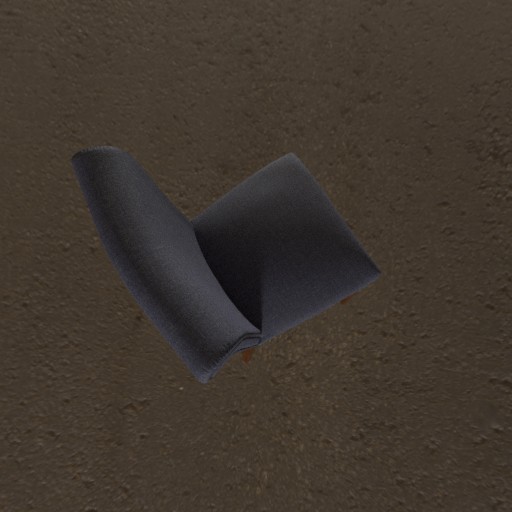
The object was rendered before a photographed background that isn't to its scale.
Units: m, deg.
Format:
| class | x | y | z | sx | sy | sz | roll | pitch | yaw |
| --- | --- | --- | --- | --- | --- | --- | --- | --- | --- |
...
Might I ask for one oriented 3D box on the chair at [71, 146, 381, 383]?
| class | x | y | z | sx | sy | sz | roll | pitch | yaw |
| --- | --- | --- | --- | --- | --- | --- | --- | --- | --- |
| chair | 0.000 | 0.000 | 1.311 | 0.608 | 0.988 | 0.513 | -32 | 76 | -9 |
